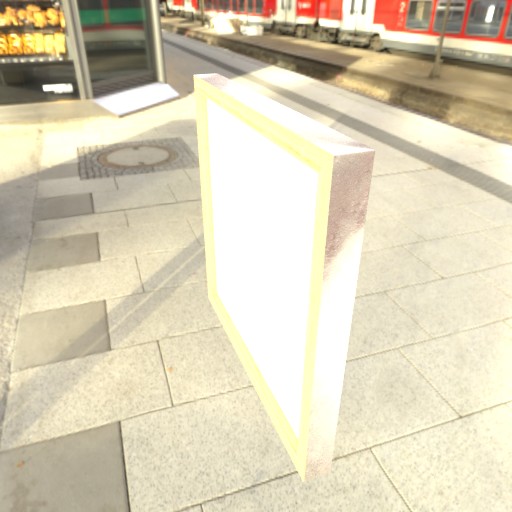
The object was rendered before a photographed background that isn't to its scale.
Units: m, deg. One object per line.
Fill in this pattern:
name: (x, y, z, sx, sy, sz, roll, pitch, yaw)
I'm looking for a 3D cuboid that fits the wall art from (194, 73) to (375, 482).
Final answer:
wall art: (0.000, 0.000, 0.449, 0.028, 0.303, 0.303, -11, 33, -19)
